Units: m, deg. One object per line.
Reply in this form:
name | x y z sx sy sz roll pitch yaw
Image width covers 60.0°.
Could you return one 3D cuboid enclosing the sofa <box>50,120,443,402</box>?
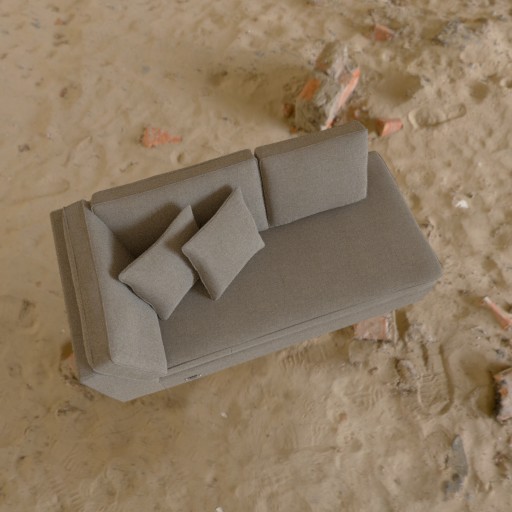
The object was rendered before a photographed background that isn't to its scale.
sofa | 0.000 0.000 2.847 2.238 1.019 1.110 -17 66 -8
